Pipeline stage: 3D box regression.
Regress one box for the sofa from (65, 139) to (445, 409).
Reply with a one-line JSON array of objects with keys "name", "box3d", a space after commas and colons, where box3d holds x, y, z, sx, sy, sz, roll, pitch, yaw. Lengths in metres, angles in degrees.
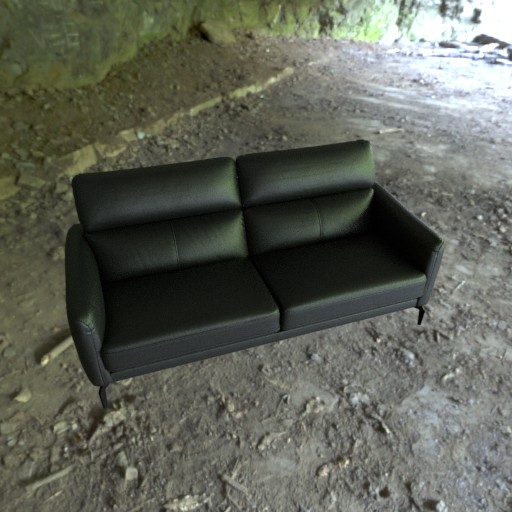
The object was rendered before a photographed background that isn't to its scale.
[{"name": "sofa", "box3d": [0.000, 0.000, 2.587, 2.069, 0.957, 0.856, -11, 35, -16]}]
